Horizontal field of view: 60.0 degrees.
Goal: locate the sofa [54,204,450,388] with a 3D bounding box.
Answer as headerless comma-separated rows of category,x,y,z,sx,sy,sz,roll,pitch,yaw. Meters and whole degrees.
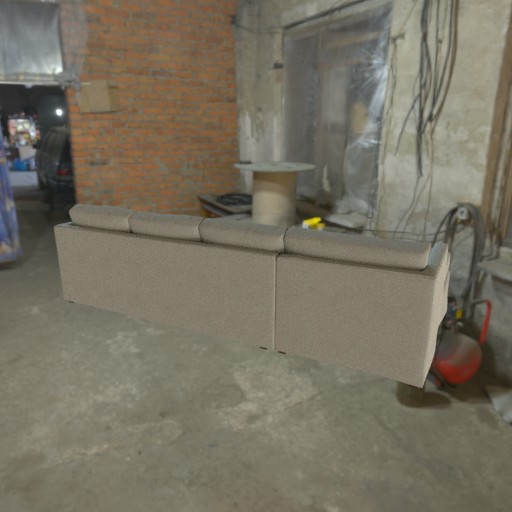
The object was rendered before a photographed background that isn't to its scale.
sofa,0.000,0.000,3.995,3.205,0.922,1.650,8,18,26
